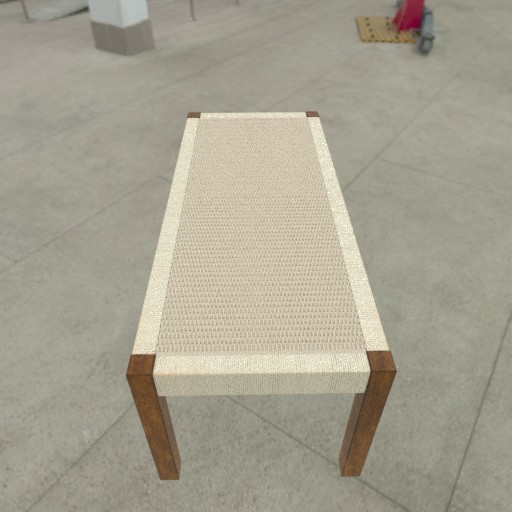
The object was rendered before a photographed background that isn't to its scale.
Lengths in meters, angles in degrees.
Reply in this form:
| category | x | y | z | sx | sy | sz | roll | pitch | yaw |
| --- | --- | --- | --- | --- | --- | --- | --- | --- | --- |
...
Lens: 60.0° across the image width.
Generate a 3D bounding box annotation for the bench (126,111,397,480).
| category | x | y | z | sx | sy | sz | roll | pitch | yaw |
| --- | --- | --- | --- | --- | --- | --- | --- | --- | --- |
| bench | 0.000 | 0.000 | 1.428 | 0.507 | 0.457 | 1.198 | -1 | 41 | -1 |
